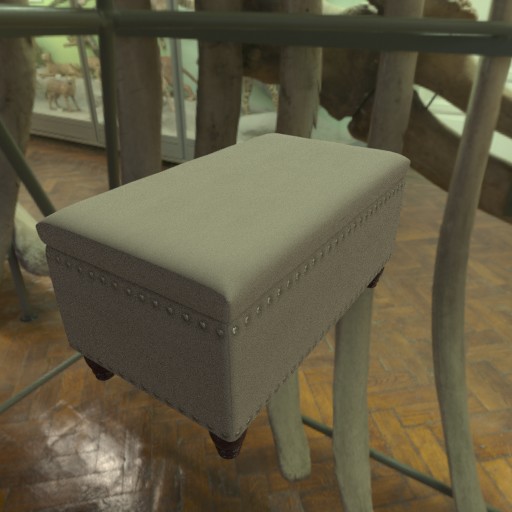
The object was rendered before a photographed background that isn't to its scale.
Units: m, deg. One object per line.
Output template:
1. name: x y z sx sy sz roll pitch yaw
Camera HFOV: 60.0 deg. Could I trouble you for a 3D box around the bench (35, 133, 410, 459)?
1. bench: 0.000 0.000 1.194 0.500 0.449 0.887 18 34 30
